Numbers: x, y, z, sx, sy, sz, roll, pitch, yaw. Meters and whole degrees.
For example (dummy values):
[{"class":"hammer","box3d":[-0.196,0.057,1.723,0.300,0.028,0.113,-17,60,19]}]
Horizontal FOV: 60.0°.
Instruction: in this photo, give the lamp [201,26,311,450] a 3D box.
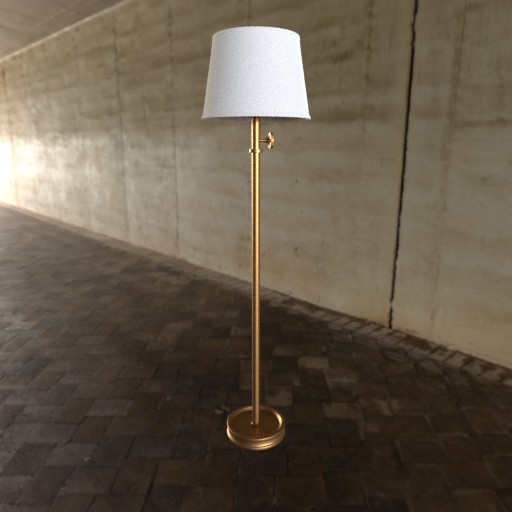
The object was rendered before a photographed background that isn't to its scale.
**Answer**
[{"class":"lamp","box3d":[0.000,0.000,0.786,0.178,0.710,0.178,0,14,0]}]
